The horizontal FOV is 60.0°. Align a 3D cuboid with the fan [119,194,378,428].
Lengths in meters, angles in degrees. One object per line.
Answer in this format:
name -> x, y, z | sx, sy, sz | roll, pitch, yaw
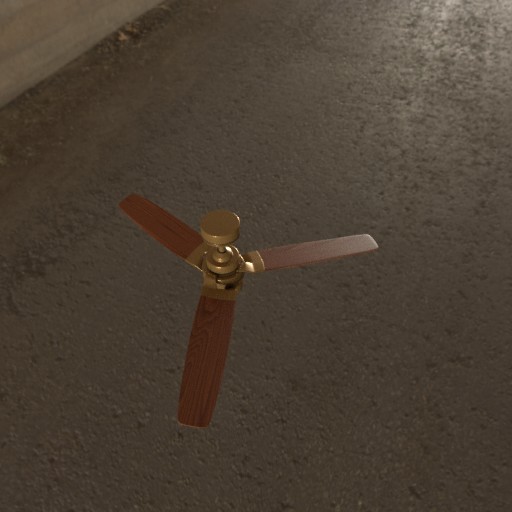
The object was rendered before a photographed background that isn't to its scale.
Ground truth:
fan -> 0.000, 0.000, 2.084 | 1.271, 0.425, 1.416 | -10, 48, -9
